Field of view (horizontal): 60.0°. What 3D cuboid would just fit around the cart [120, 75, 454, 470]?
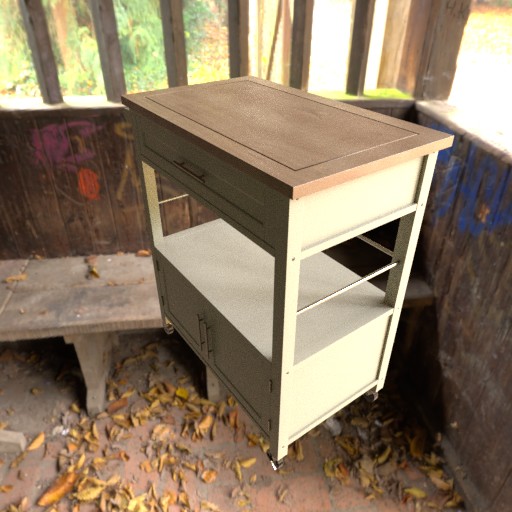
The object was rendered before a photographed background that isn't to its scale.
[{"bbox_3d":[0.000,0.000,1.385,0.459,0.901,0.840,-22,39,-29],"label":"cart"}]
